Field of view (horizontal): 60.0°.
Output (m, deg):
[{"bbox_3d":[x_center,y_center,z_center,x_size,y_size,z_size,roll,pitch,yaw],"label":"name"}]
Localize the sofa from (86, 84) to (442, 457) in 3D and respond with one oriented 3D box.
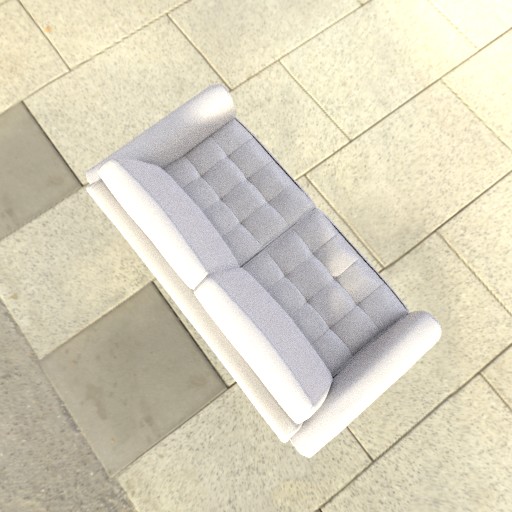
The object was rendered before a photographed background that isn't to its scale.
[{"bbox_3d":[0.000,0.000,2.786,1.121,0.930,2.177,-38,79,-9],"label":"sofa"}]
